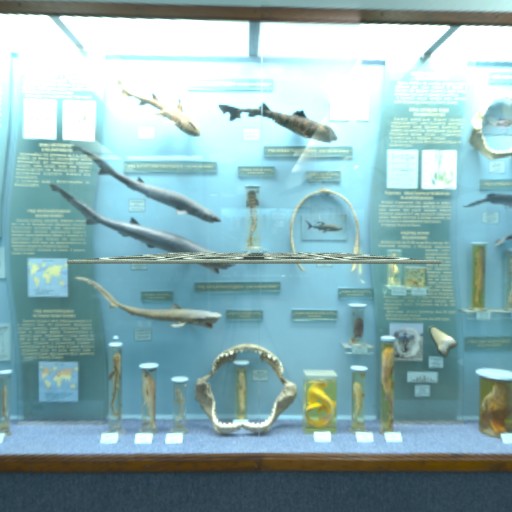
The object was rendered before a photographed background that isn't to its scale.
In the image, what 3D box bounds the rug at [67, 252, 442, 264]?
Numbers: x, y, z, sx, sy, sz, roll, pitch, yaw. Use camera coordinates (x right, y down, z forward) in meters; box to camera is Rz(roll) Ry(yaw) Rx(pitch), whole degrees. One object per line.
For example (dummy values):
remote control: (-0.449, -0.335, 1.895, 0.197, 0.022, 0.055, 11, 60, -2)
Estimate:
rug: (0.000, 0.000, 2.927, 1.526, 0.014, 2.290, 0, 1, 1)
